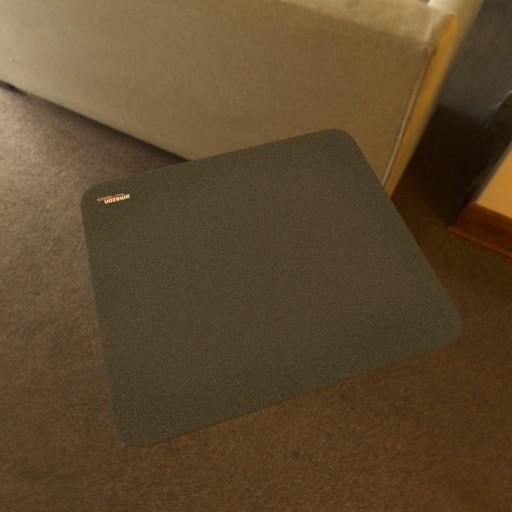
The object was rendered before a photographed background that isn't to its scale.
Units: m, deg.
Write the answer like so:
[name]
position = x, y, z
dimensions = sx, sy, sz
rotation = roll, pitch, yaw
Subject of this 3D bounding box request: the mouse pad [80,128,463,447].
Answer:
[mouse pad]
position = 0.000, 0.000, 0.317
dimensions = 0.229, 0.003, 0.203
rotation = -16, 60, -9
